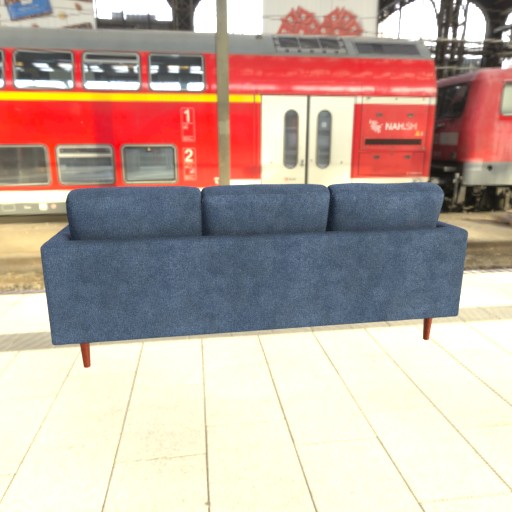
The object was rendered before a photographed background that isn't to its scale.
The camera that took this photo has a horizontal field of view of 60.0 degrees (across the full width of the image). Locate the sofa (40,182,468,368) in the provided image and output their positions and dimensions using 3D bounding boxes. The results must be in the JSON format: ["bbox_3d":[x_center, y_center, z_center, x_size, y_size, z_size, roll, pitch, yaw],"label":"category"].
[{"bbox_3d":[0.000,0.000,2.726,2.246,0.930,0.903,-3,15,-9],"label":"sofa"}]
